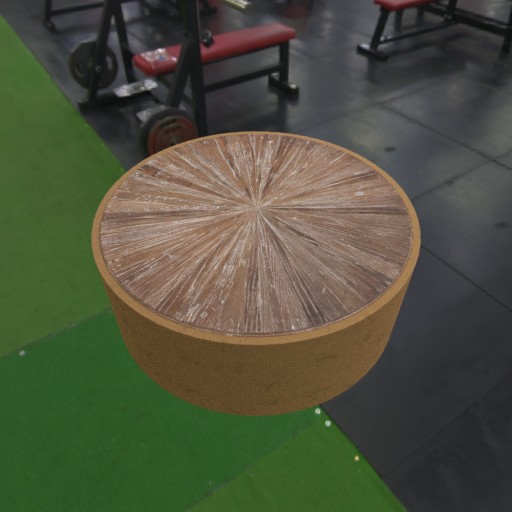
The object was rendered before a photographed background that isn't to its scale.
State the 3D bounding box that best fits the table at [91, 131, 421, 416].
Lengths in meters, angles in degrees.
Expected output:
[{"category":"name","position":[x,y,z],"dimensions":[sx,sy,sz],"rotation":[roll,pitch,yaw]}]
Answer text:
[{"category":"table","position":[0.000,0.000,1.532],"dimensions":[1.001,0.409,1.001],"rotation":[0,44,0]}]
